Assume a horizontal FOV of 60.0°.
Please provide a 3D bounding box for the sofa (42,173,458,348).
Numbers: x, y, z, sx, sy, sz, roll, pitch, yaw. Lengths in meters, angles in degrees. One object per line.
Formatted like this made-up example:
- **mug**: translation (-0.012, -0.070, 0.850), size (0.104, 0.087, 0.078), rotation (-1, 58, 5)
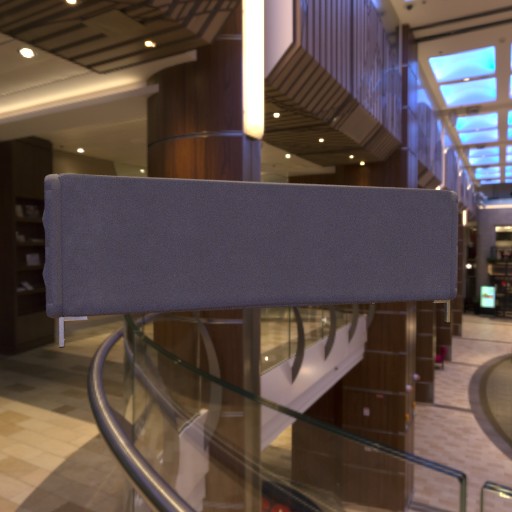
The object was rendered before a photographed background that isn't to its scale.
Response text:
- **sofa**: translation (0.000, 0.000, 2.636), size (2.209, 0.771, 0.895), rotation (-1, 2, -17)
